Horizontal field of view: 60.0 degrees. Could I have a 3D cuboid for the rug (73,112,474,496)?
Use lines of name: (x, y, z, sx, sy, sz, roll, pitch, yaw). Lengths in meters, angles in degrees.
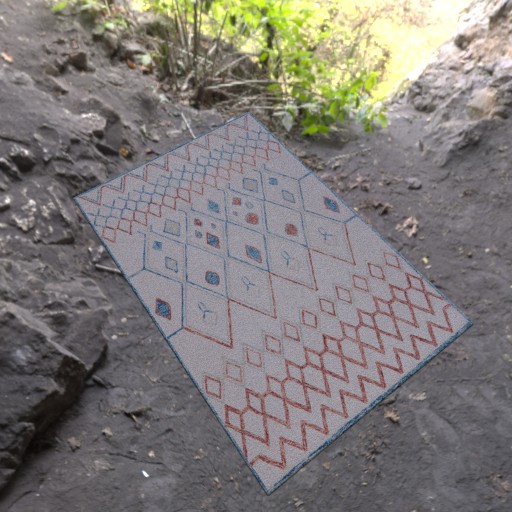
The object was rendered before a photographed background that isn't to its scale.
rug: (0.000, 0.000, 2.295, 1.219, 0.016, 1.829, -32, 63, -18)
